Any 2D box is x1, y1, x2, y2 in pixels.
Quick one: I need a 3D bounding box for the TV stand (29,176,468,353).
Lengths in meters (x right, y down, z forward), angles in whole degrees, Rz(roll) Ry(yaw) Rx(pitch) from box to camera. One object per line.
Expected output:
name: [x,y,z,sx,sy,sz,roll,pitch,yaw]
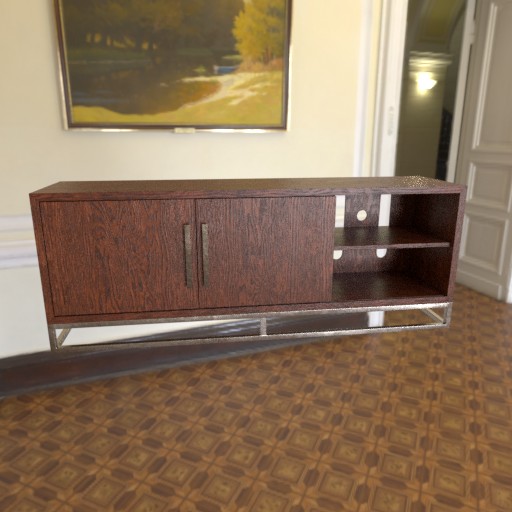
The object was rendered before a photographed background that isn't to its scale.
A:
TV stand: [0.000,0.000,1.784,1.541,0.578,0.382,-2,16,-7]
